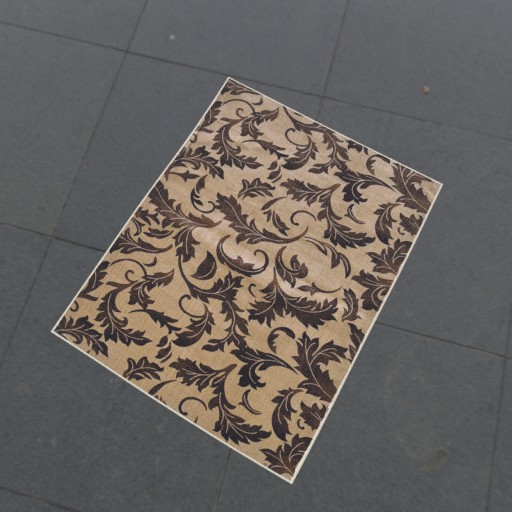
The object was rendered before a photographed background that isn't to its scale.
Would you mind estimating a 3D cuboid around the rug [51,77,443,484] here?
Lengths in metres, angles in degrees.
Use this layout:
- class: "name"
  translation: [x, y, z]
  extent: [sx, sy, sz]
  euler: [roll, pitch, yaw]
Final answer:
- class: "rug"
  translation: [0.000, 0.000, 3.990]
  extent: [2.380, 0.008, 2.977]
  euler: [29, 77, 8]
